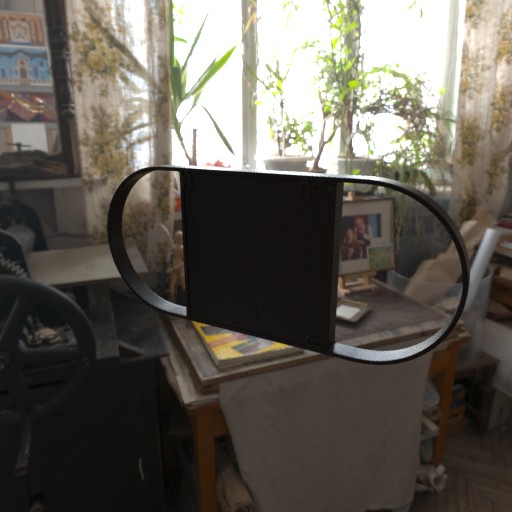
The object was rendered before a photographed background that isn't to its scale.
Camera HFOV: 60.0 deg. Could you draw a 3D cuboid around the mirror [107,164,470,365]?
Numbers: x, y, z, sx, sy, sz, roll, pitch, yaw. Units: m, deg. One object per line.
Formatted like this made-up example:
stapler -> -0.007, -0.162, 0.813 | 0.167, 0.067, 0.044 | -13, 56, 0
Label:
mirror -> 0.000, 0.000, 0.669 | 0.584, 0.254, 0.032 | 9, 19, 27
